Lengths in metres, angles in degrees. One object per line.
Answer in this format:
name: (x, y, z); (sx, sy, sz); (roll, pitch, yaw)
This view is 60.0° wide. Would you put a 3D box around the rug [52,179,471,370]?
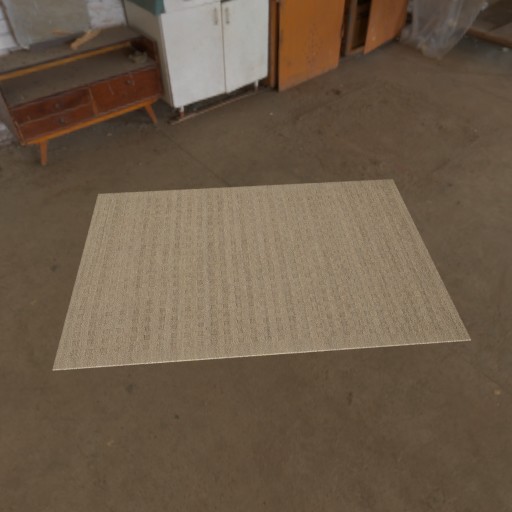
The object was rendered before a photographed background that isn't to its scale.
rug: (0.000, 0.000, 2.242); (1.752, 0.006, 1.142); (-3, 46, -3)
